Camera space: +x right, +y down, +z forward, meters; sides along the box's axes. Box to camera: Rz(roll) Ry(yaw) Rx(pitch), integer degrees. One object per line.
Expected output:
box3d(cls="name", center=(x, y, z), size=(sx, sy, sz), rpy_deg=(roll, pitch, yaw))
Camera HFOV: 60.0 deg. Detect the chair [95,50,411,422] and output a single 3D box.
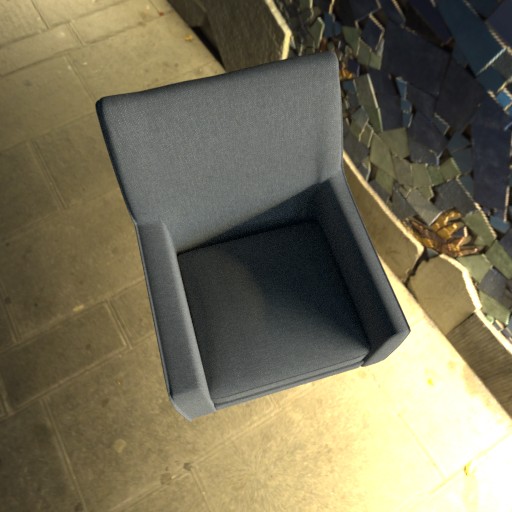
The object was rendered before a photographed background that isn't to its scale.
box3d(cls="chair", center=(0.000, 0.000, 1.595), size=(0.780, 0.919, 0.899), rpy_deg=(-15, 65, -7))
